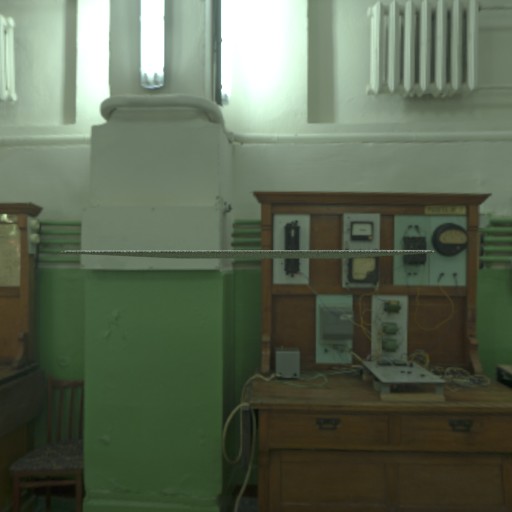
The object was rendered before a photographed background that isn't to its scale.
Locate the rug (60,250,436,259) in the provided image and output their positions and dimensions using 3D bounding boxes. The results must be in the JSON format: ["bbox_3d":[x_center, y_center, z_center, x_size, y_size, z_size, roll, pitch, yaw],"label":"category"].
[{"bbox_3d":[0.000,0.000,2.886,1.514,0.011,2.233,0,-1,2],"label":"rug"}]
